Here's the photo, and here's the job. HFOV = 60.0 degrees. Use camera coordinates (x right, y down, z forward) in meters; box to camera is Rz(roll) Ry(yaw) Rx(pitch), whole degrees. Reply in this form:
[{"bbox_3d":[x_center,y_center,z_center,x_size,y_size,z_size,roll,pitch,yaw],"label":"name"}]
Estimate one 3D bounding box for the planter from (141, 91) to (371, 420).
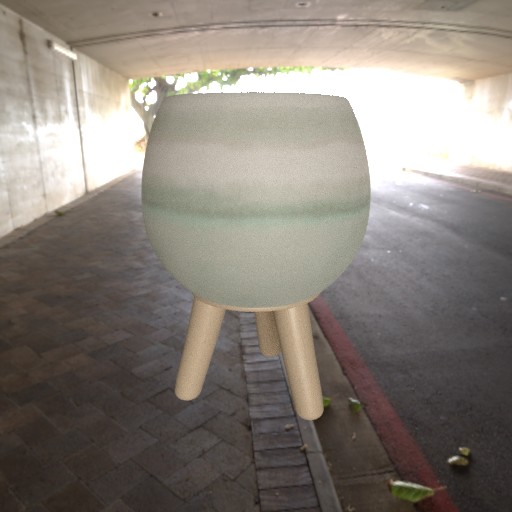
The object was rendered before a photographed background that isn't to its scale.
[{"bbox_3d":[0.000,0.000,0.334,0.161,0.224,0.161,0,16,0],"label":"planter"}]
